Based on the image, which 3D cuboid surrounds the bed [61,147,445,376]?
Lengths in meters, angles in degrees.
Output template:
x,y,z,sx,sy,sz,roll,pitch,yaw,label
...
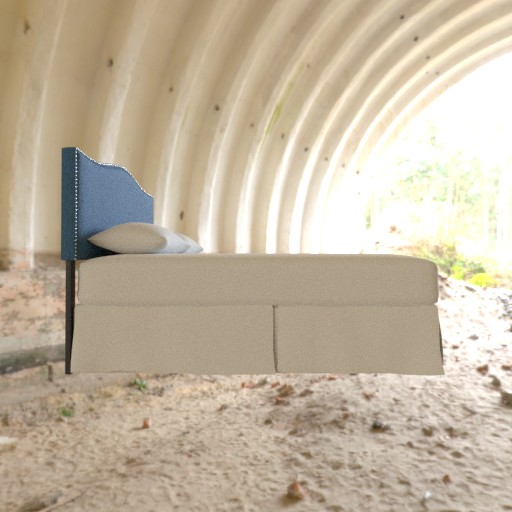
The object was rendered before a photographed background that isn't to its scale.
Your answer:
x,y,z,sx,sy,sz,roll,pitch,yaw,label
0.000,0.000,2.913,1.872,1.169,1.610,0,-1,0,bed
